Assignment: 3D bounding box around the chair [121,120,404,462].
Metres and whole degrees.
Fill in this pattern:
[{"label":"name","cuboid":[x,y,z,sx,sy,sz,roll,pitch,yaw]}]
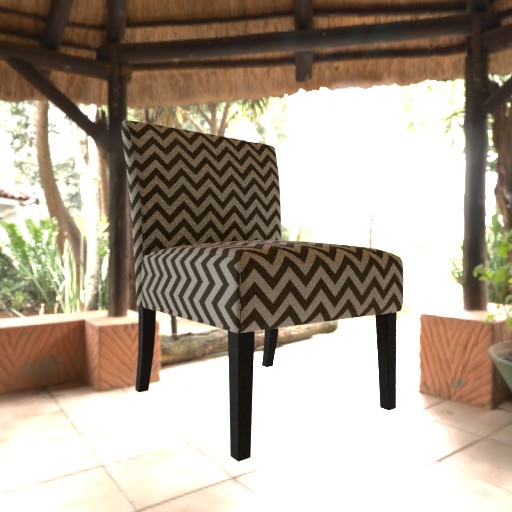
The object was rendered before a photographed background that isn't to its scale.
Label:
[{"label":"chair","cuboid":[0.000,0.000,1.302,0.589,0.838,0.648,-1,1,-36]}]
